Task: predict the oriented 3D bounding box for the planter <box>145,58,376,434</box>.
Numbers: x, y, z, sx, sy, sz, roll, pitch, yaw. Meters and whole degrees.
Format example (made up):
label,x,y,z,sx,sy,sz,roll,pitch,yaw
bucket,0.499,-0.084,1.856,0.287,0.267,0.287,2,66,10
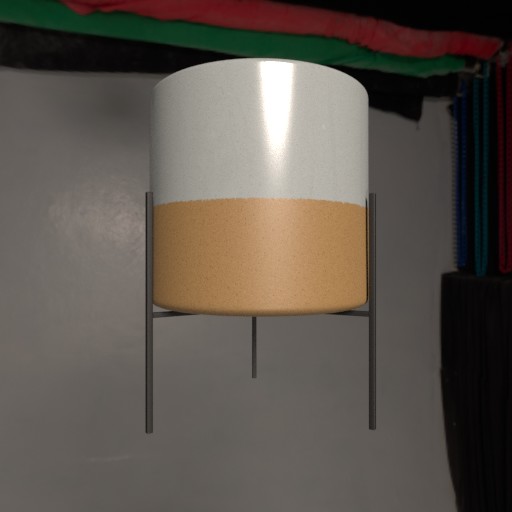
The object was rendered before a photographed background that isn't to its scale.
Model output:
label,x,y,z,sx,sy,sz,roll,pitch,yaw
planter,0.000,0.000,0.629,0.310,0.432,0.310,0,0,-17
